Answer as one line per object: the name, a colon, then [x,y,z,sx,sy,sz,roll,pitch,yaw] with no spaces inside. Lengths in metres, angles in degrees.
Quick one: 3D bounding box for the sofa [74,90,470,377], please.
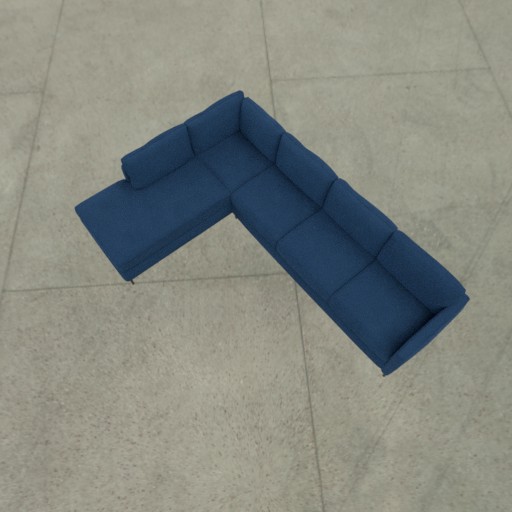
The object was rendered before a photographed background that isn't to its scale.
sofa: [0.000,0.000,3.872,2.007,0.815,2.949,-36,68,-17]
